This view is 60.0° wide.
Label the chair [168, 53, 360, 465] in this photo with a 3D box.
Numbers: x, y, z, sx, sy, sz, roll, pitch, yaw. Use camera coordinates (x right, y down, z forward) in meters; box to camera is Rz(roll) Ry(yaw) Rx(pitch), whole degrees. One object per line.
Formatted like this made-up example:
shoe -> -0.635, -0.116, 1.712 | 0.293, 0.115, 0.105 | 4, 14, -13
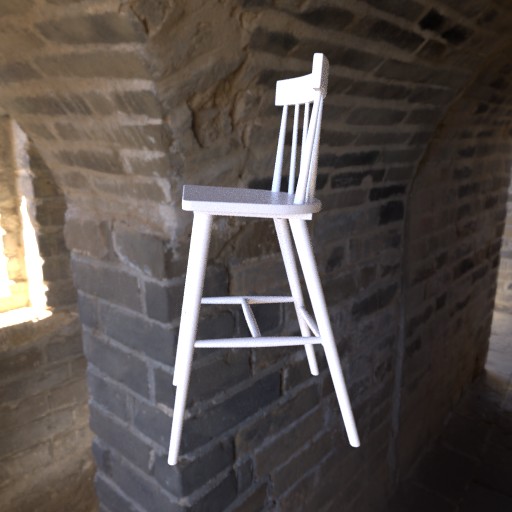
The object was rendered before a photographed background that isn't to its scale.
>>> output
chair -> 0.000, 0.000, 1.383 | 0.572, 1.092, 0.483 | -2, 14, -8
